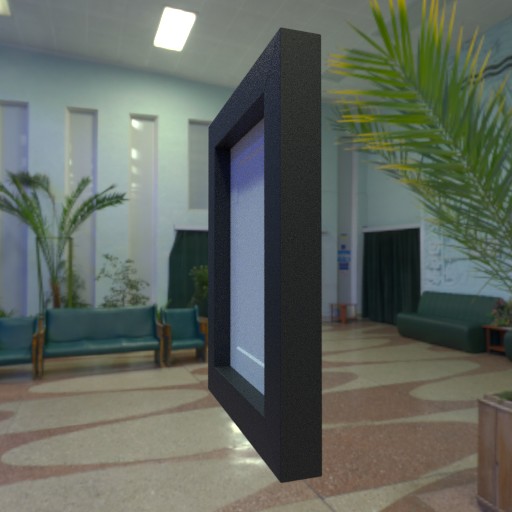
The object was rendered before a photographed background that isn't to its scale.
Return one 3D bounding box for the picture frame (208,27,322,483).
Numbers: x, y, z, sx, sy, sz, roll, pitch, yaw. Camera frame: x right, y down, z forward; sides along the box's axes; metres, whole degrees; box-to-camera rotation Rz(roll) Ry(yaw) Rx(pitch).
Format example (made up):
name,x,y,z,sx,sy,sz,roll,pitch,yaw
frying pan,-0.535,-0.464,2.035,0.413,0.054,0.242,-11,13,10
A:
name,x,y,z,sx,sy,sz,roll,pitch,yaw
picture frame,0.000,0.000,0.281,0.028,0.208,0.157,0,-1,-18
